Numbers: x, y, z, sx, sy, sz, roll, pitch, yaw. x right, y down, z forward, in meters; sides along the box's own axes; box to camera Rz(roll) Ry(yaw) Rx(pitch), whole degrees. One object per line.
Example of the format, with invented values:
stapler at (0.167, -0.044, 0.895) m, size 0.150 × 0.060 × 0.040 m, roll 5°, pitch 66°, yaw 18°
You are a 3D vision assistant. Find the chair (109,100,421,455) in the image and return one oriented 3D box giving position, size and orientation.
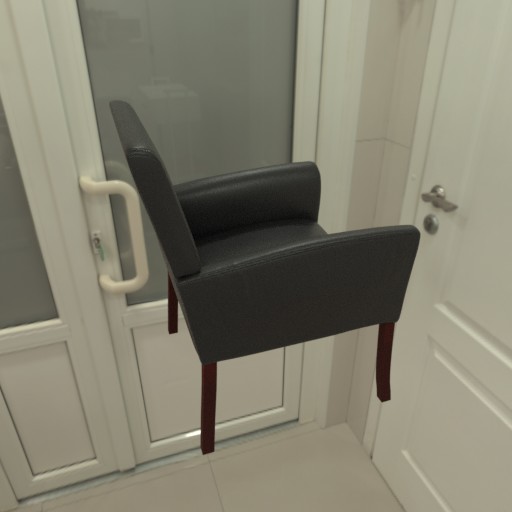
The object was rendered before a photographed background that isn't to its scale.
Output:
chair at (0.000, 0.000, 1.480) m, size 0.772 × 0.951 × 0.683 m, roll -9°, pitch 30°, yaw -17°
